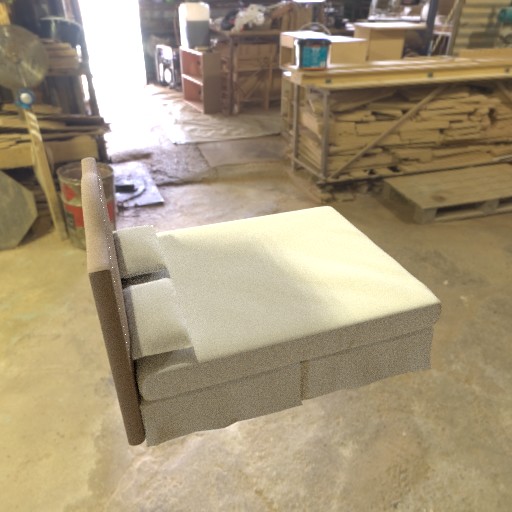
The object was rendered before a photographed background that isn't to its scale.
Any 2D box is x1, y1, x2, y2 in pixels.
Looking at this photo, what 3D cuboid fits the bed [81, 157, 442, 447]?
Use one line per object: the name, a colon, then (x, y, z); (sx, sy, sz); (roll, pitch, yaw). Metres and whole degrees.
bed: (0.000, 0.000, 3.419); (2.282, 1.436, 1.821); (-11, 33, -17)
